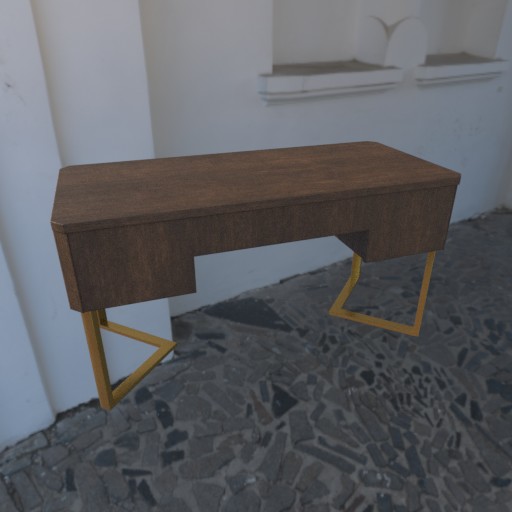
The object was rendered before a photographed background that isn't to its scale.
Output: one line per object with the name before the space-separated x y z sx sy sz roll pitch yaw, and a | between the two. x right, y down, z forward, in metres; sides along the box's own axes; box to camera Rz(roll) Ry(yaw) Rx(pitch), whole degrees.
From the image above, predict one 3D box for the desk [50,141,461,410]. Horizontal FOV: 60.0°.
desk | 0.000 0.000 1.934 1.479 0.762 0.684 -9 28 -17
